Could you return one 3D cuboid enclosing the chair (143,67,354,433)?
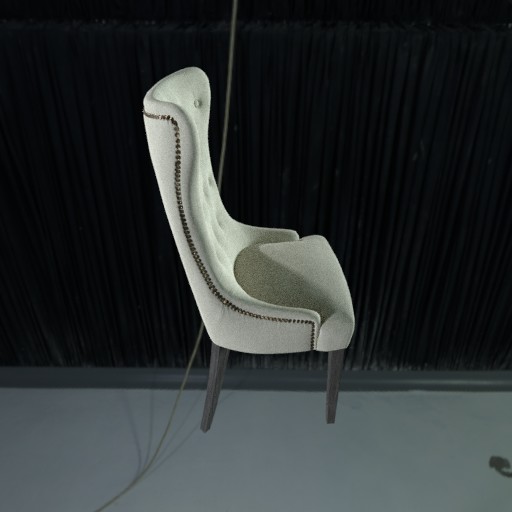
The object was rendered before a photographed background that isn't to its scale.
[{"bbox_3d":[0.000,0.000,1.432,0.590,1.065,0.584,-1,31,-2],"label":"chair"}]
